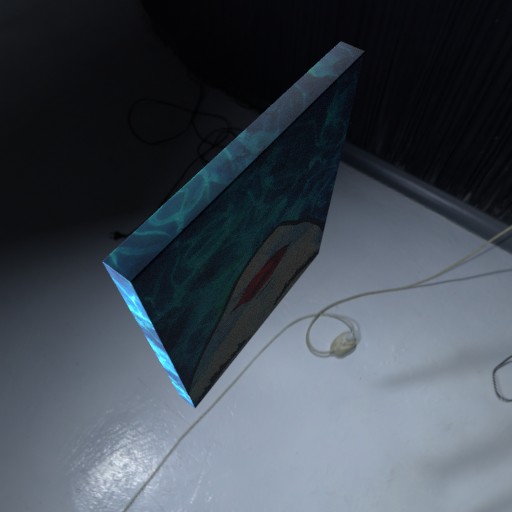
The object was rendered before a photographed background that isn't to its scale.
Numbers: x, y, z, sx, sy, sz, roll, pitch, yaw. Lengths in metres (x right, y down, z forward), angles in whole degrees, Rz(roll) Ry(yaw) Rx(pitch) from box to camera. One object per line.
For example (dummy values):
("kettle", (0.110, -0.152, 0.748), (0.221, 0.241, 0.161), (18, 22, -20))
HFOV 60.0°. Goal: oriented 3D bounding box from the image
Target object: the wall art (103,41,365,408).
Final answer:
("wall art", (0.000, 0.000, 0.718), (0.038, 0.508, 0.432), (33, 64, 18))
